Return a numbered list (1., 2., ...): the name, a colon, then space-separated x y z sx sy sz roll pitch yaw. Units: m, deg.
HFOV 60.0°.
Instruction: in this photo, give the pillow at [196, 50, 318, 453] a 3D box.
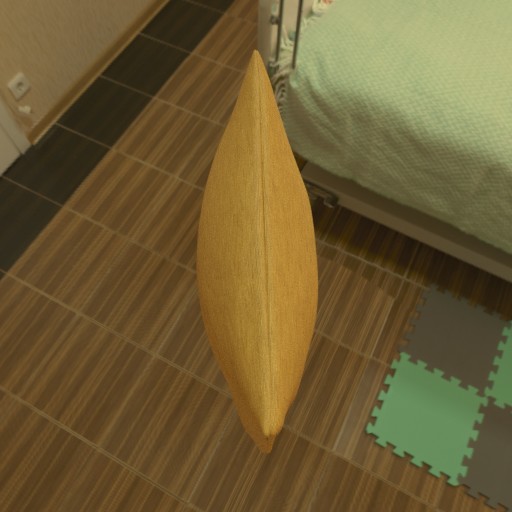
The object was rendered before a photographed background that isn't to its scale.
1. pillow: 0.000 0.000 0.791 0.210 0.354 0.634 -1 64 -1
